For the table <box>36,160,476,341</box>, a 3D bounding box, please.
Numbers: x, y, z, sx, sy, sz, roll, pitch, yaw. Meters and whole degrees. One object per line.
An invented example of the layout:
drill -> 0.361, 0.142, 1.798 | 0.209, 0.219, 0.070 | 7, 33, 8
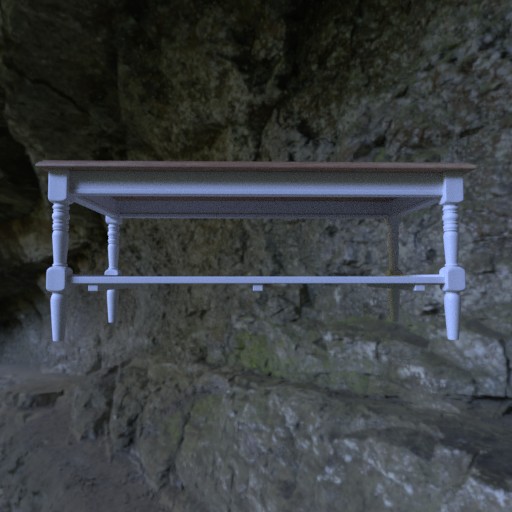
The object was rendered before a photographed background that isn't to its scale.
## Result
table -> 0.000, 0.000, 1.392 | 1.118, 0.458, 0.559 | 0, -3, -1
